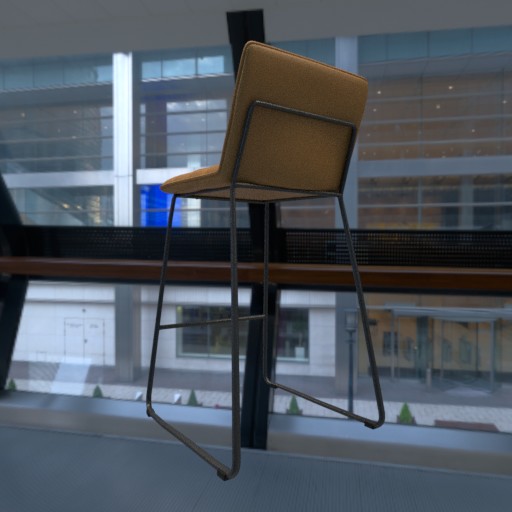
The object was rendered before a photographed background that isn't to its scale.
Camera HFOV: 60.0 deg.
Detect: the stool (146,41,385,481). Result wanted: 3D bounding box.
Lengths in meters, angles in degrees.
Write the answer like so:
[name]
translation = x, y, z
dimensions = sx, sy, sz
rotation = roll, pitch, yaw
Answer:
[stool]
translation = 0.000, 0.000, 1.250
dimensions = 0.489, 0.936, 0.524
rotation = 0, 1, -35
